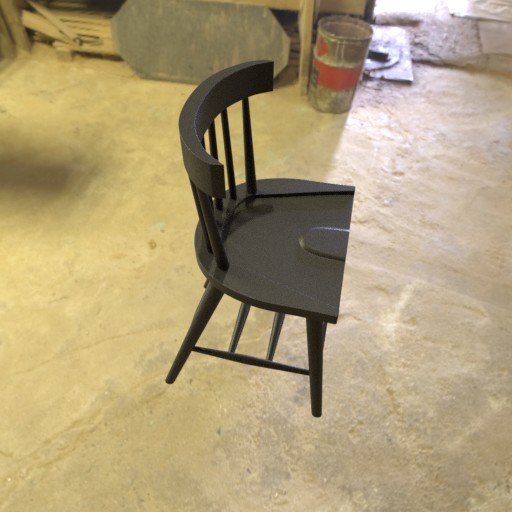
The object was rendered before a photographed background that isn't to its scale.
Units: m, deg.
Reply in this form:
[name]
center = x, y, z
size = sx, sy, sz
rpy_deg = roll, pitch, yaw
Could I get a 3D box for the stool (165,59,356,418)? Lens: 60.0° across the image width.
[stool]
center = 0.000, 0.000, 1.304
size = 0.549, 0.953, 0.494
rpy_deg = 10, 48, 9
